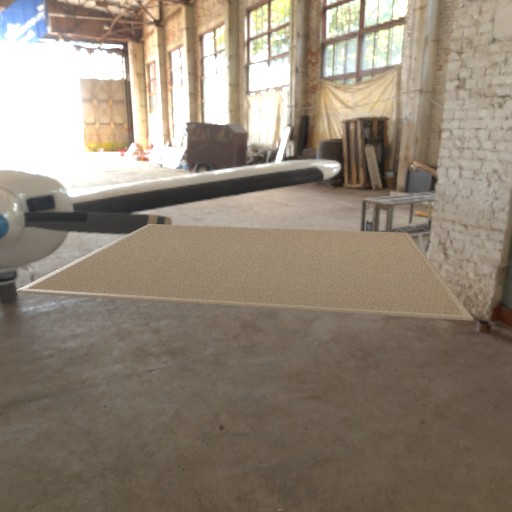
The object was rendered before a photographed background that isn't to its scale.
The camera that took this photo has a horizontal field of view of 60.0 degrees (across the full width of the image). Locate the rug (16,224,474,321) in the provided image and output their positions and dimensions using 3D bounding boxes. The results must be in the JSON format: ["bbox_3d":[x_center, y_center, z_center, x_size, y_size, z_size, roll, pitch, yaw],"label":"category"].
[{"bbox_3d":[0.000,0.000,4.032,3.051,0.020,2.407,3,16,9],"label":"rug"}]
